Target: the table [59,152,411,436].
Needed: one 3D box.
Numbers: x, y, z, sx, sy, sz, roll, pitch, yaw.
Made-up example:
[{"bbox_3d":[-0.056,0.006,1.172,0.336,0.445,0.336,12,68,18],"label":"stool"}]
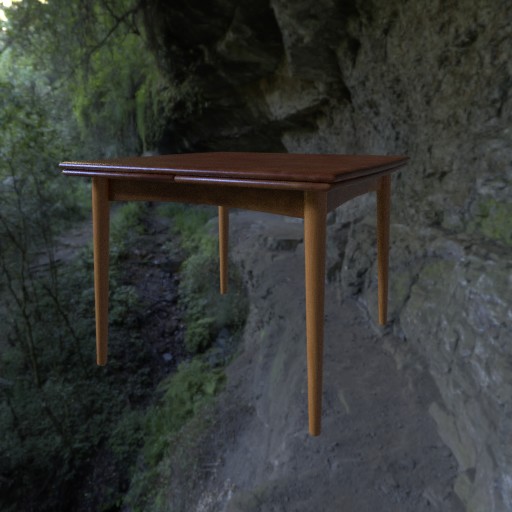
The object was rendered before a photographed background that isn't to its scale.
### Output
[{"bbox_3d":[0.000,0.000,1.754,0.991,0.754,0.991,8,17,27],"label":"table"}]
